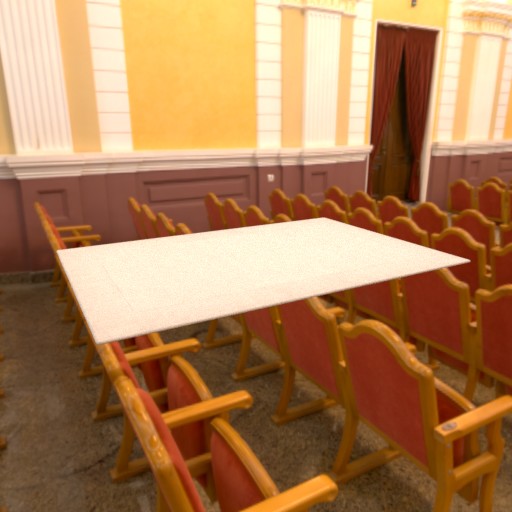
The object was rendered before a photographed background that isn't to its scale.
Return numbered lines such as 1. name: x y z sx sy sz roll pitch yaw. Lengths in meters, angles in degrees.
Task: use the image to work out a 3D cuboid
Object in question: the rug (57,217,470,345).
1. rug: 0.000 0.000 2.343 1.829 0.013 1.219 -9 19 -28
